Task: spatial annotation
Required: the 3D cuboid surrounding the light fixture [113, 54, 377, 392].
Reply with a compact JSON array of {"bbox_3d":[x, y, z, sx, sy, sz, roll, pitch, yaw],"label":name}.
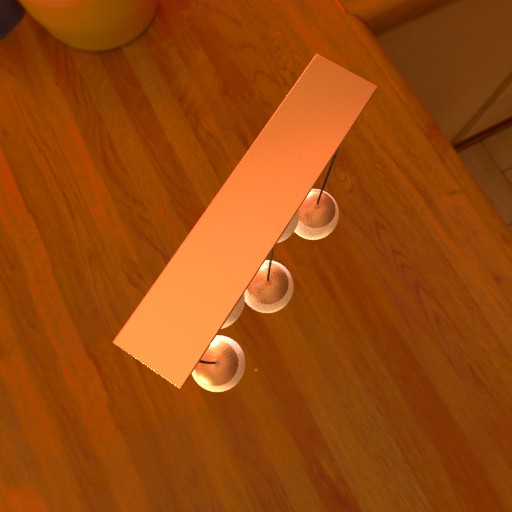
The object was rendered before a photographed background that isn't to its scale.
[{"bbox_3d":[0.000,0.000,1.333,0.299,0.869,0.863,32,78,8],"label":"light fixture"}]
